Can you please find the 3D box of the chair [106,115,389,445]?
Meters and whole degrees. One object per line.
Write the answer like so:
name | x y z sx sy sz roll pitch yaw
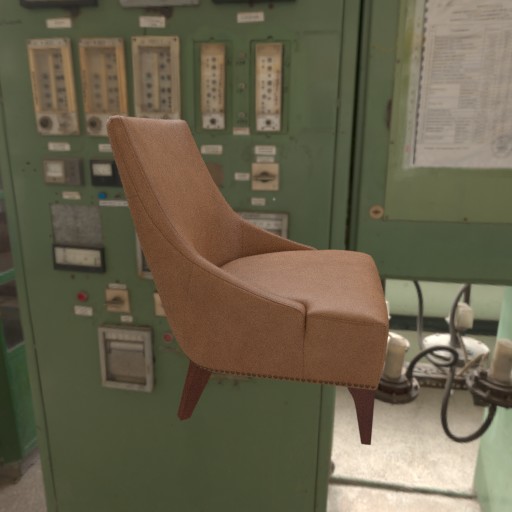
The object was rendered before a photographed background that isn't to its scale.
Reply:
chair | 0.000 0.000 1.515 0.861 0.909 0.701 3 16 10
